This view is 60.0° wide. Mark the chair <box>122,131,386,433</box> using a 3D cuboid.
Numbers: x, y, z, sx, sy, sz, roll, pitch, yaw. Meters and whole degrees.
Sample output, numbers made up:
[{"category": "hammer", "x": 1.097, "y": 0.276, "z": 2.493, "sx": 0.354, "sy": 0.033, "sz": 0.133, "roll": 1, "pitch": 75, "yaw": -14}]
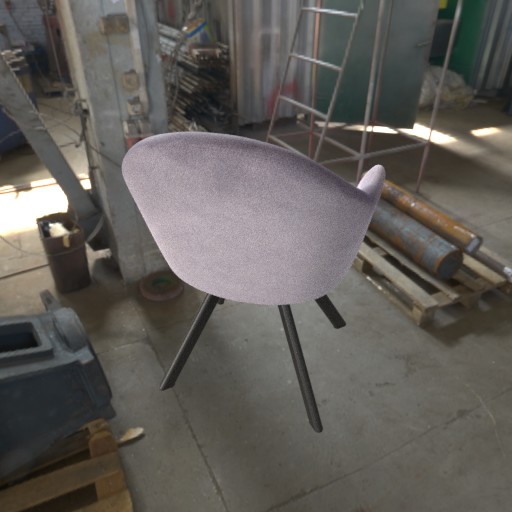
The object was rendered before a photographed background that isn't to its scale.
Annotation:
[{"category": "chair", "x": 0.000, "y": 0.000, "z": 1.146, "sx": 0.570, "sy": 0.780, "sz": 0.540, "roll": 10, "pitch": 34, "yaw": 15}]
